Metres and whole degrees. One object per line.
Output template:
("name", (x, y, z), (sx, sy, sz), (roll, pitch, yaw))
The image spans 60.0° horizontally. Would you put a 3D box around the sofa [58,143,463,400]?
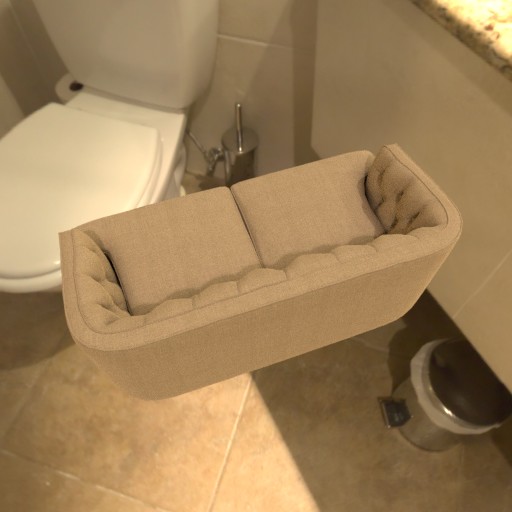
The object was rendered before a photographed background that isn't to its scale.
("sofa", (0.000, 0.000, 2.240), (1.733, 0.855, 0.941), (-16, 60, -10))
